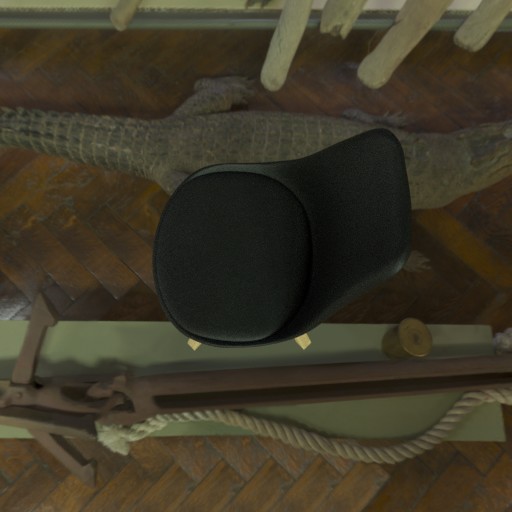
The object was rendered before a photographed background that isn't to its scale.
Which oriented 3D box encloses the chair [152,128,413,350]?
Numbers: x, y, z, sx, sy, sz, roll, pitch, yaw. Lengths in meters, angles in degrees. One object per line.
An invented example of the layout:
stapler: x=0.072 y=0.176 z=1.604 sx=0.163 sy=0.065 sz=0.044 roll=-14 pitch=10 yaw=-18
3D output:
chair: x=0.000 y=0.000 z=1.183 sx=0.549 sy=0.850 sz=0.485 roll=0 pitch=76 yaw=0
